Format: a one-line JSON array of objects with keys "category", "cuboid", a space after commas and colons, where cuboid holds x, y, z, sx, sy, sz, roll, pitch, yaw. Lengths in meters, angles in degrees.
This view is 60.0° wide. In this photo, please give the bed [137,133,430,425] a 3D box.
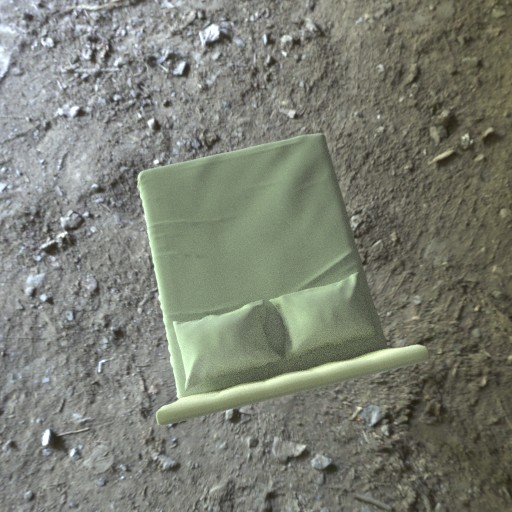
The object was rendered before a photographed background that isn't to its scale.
[{"category": "bed", "cuboid": [0.000, 0.000, 3.530, 1.936, 1.577, 2.222, -13, 76, -3]}]
